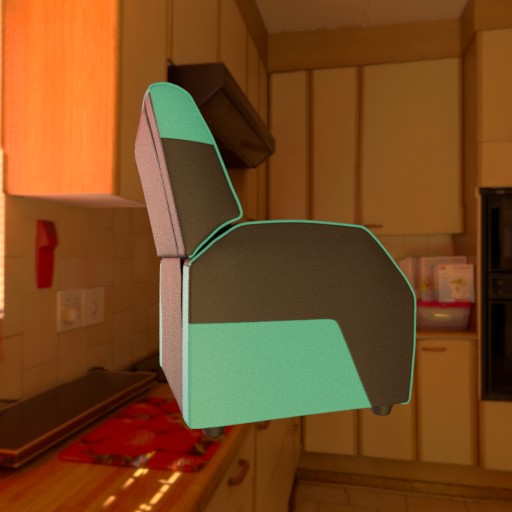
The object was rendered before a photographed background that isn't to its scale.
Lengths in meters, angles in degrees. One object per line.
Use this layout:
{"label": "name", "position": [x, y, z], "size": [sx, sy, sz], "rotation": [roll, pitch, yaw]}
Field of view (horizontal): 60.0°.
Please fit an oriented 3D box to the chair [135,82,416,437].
{"label": "chair", "position": [0.000, 0.000, 1.306], "size": [0.672, 0.805, 0.620], "rotation": [0, 0, -18]}
